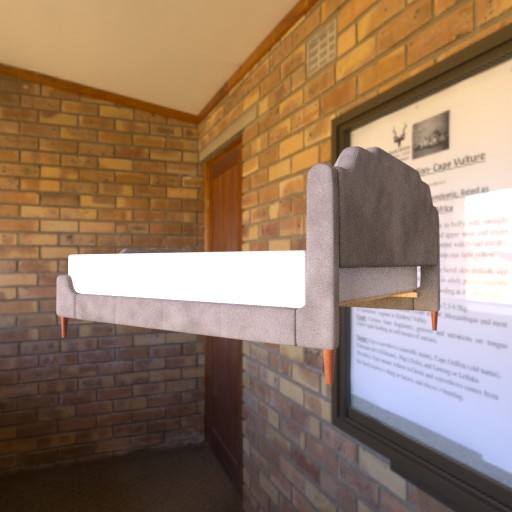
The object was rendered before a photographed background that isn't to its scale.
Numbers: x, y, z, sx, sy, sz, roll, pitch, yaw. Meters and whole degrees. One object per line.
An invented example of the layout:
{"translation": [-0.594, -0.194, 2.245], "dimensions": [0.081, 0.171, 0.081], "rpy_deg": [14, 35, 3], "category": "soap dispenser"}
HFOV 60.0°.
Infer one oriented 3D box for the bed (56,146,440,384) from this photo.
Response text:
{"translation": [0.000, 0.000, 3.564], "dimensions": [2.340, 1.245, 2.074], "rpy_deg": [-1, -1, 35], "category": "bed"}
